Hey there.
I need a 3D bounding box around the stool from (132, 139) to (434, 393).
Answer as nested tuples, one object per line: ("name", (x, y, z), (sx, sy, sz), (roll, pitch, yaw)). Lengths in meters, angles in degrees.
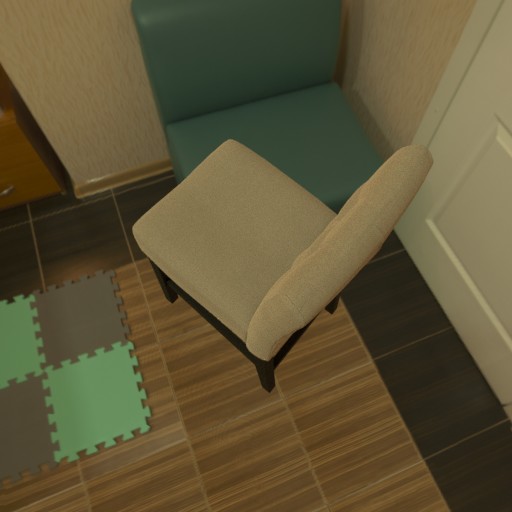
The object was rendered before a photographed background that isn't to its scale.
("stool", (0.000, 0.000, 1.212), (0.571, 0.885, 0.427), (36, 69, 17))
